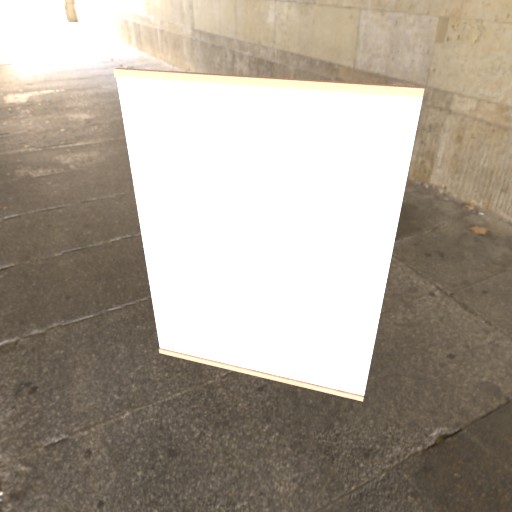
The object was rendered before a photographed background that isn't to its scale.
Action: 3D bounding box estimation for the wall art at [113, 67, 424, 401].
[{"bbox_3d":[0.000,0.000,0.798,0.459,0.608,0.012,10,34,14],"label":"wall art"}]
